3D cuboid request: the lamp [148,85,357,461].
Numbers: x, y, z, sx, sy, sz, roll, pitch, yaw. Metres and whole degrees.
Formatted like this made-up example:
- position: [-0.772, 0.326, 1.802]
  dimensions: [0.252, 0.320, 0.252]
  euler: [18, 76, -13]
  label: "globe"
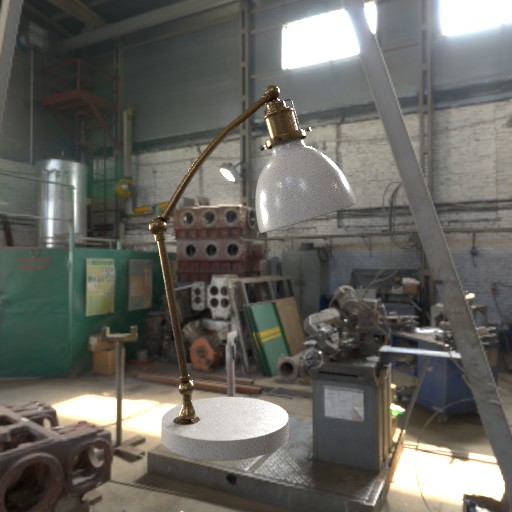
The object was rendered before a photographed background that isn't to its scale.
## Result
- position: [0.000, 0.000, 0.672]
  dimensions: [0.317, 0.522, 0.186]
  euler: [0, -1, -18]
  label: "lamp"
